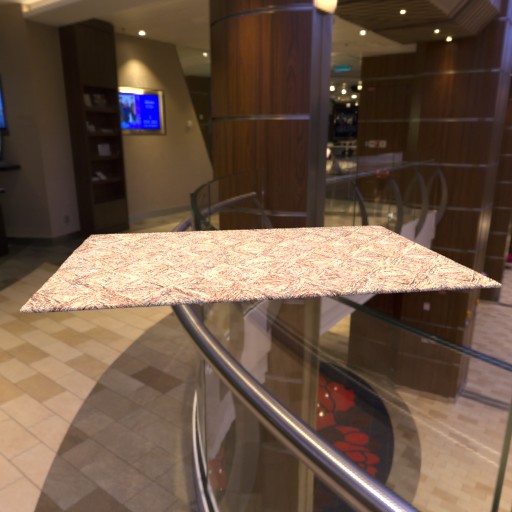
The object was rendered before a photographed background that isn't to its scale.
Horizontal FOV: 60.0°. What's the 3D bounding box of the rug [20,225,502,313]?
[{"bbox_3d":[0.000,0.000,2.125,1.761,0.014,1.143,-2,16,-8],"label":"rug"}]
